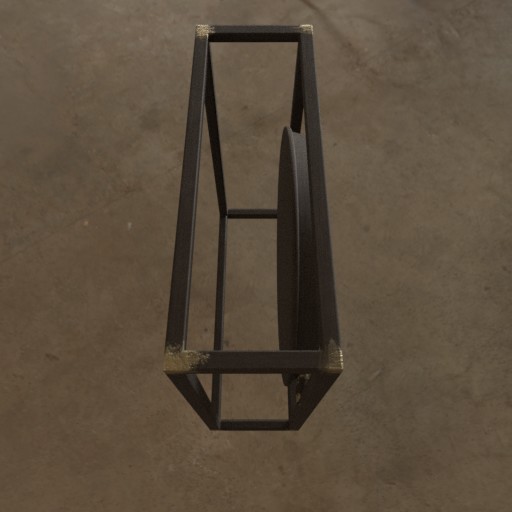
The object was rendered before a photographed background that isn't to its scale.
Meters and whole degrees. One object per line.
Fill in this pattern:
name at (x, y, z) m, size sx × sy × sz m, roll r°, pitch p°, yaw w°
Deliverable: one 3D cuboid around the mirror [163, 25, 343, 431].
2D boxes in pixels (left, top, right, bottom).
mirror at (0.000, 0.000, 0.458) m, size 0.107 × 0.303 × 0.306 m, roll 0°, pitch 62°, yaw 0°
